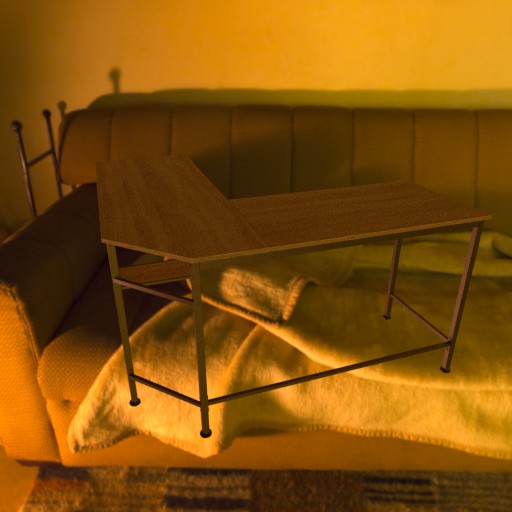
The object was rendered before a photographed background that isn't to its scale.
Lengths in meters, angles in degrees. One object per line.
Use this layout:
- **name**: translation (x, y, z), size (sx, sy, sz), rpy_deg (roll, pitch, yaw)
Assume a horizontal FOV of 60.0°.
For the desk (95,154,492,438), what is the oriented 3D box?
- **desk**: translation (0.000, 0.000, 2.191), size (1.379, 0.739, 1.379), rpy_deg (-9, 27, -17)
